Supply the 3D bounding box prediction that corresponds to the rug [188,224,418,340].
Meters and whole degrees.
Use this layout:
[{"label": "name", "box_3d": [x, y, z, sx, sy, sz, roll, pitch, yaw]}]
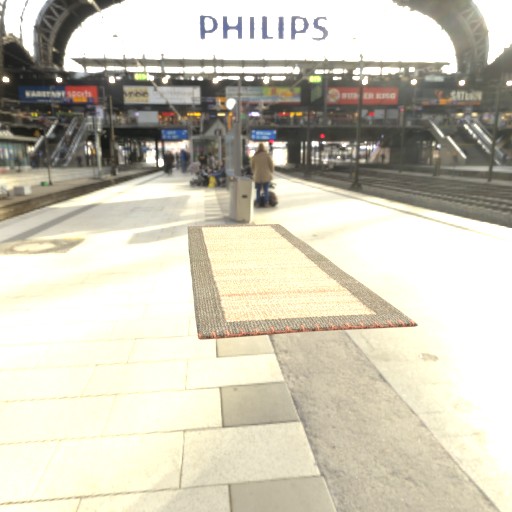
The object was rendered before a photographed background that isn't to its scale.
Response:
[{"label": "rug", "box_3d": [0.000, 0.000, 2.702, 0.810, 0.016, 2.413, -2, 13, -9]}]
